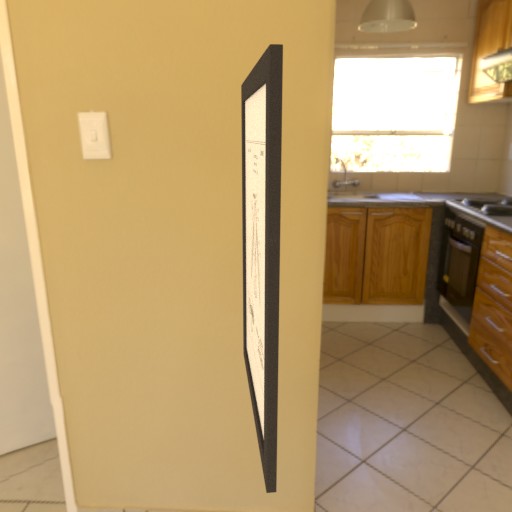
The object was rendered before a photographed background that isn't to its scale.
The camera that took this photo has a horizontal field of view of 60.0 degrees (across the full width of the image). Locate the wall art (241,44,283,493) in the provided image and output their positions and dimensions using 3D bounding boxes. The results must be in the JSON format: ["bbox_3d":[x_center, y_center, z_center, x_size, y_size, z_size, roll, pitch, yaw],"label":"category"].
[{"bbox_3d":[0.000,0.000,0.687,0.013,0.534,0.380,-2,15,-6],"label":"wall art"}]
